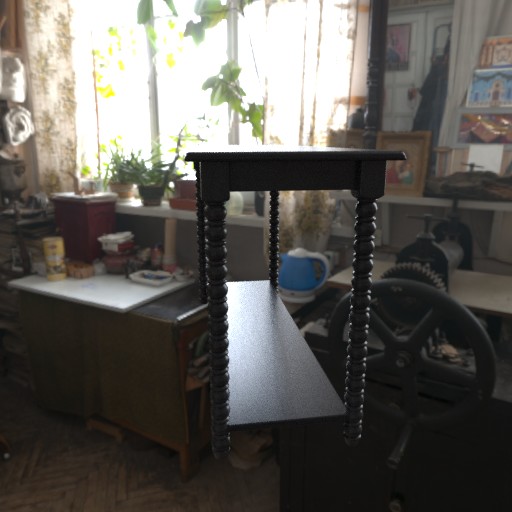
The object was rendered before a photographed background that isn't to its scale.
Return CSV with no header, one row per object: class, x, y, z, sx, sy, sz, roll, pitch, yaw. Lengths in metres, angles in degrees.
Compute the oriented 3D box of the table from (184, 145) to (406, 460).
table,0.000,0.000,1.539,0.459,0.735,1.184,-2,15,-8
